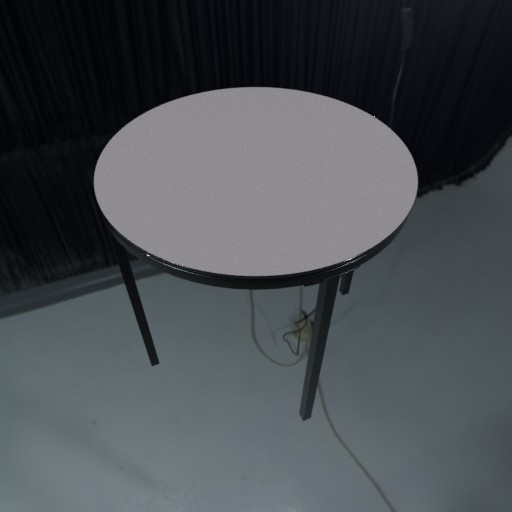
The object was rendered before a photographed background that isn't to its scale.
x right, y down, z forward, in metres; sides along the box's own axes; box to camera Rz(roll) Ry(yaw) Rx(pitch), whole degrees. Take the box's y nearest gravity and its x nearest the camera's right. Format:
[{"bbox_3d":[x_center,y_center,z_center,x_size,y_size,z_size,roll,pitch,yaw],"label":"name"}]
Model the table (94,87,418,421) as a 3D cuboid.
[{"bbox_3d":[0.000,0.000,0.860,0.499,0.443,0.499,0,46,0],"label":"table"}]
